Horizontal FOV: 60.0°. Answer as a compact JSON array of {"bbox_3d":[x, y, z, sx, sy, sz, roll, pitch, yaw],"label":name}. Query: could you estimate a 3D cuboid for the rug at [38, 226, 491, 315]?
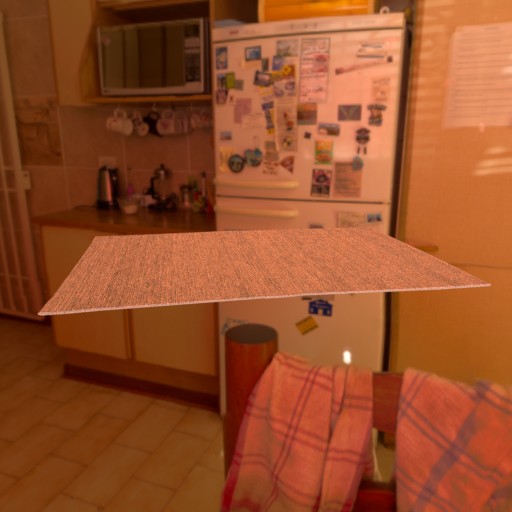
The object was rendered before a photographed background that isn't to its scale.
[{"bbox_3d":[0.000,0.000,2.988,2.338,0.030,1.616,-3,15,-10],"label":"rug"}]
